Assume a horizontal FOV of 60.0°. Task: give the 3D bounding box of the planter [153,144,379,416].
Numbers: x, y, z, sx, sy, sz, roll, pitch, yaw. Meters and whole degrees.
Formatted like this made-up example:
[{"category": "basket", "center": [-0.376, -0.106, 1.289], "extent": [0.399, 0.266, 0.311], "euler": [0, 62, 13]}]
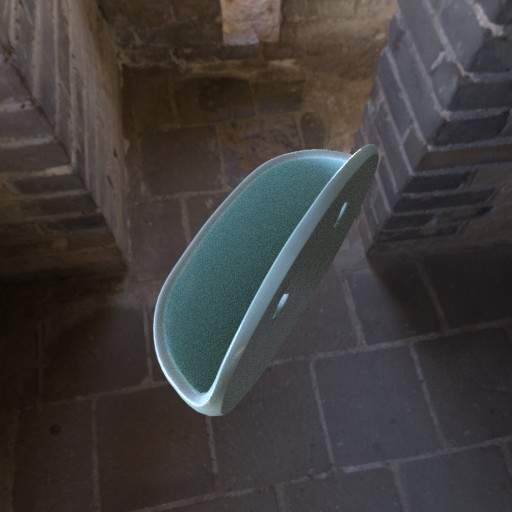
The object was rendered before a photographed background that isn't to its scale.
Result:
[{"category": "planter", "center": [0.000, 0.000, 0.277], "extent": [0.073, 0.164, 0.189], "euler": [30, 68, 14]}]
